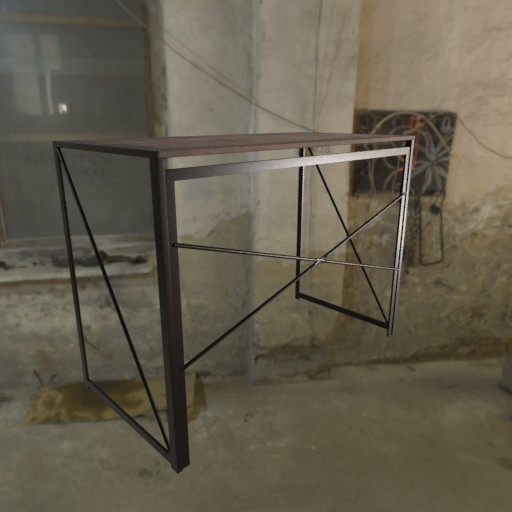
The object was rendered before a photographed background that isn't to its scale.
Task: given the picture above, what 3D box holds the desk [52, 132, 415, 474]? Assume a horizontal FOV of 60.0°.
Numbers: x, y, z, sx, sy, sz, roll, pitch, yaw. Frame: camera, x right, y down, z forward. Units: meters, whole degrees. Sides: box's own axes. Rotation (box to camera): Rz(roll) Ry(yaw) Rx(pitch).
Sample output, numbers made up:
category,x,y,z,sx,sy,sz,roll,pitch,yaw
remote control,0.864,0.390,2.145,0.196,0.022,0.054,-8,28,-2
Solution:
category,x,y,z,sx,sy,sz,roll,pitch,yaw
desk,0.000,0.000,1.450,1.015,0.747,0.505,-16,24,-42
